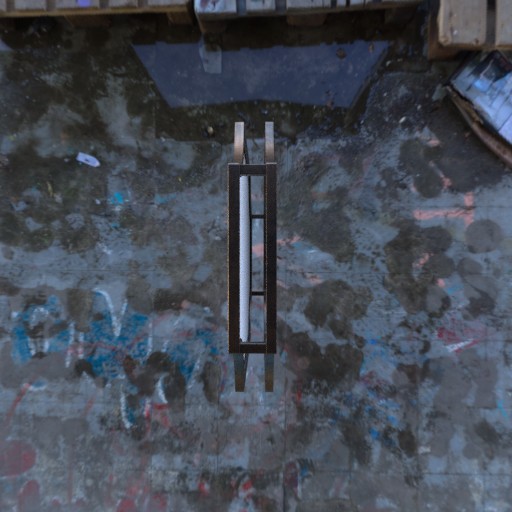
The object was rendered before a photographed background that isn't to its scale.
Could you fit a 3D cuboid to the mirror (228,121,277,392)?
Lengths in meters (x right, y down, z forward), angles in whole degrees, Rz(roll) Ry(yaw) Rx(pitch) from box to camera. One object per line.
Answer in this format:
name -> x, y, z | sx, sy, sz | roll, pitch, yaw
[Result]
mirror -> 0.000, 0.000, 1.001 | 0.066, 0.811, 0.462 | 0, 90, 1
